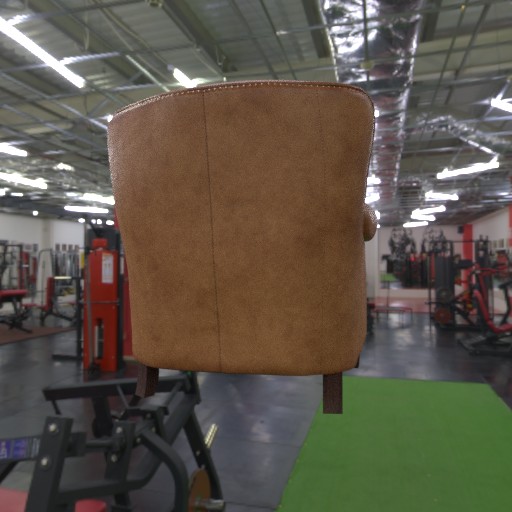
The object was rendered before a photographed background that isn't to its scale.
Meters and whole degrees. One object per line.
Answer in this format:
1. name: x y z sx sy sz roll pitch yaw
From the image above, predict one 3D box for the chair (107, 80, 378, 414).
1. chair: 0.000 0.000 1.603 0.861 0.936 0.921 0 -1 18
